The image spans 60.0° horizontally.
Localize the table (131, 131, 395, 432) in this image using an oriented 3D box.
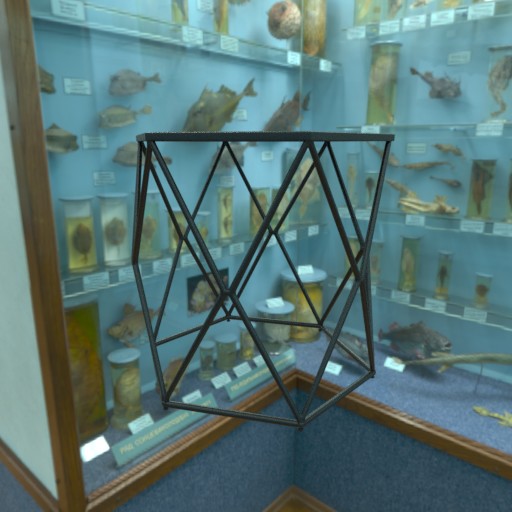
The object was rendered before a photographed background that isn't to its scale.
[{"bbox_3d":[0.000,0.000,1.064,0.579,0.564,0.578,13,19,42],"label":"table"}]
